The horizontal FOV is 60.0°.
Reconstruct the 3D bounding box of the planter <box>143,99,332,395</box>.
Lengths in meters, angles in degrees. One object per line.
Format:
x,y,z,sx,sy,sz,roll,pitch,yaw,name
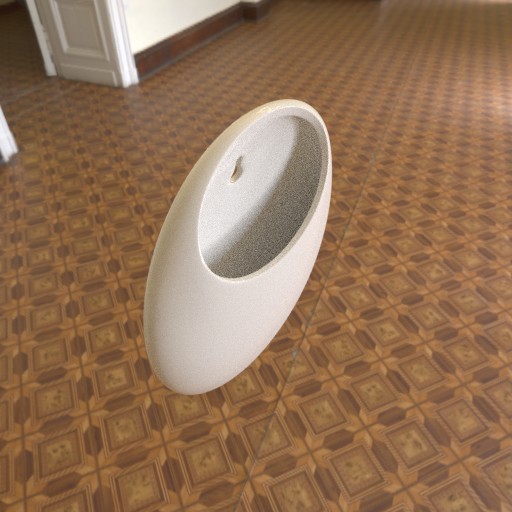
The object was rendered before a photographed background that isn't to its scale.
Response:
0.000,0.000,0.277,0.043,0.188,0.185,24,46,26,planter
